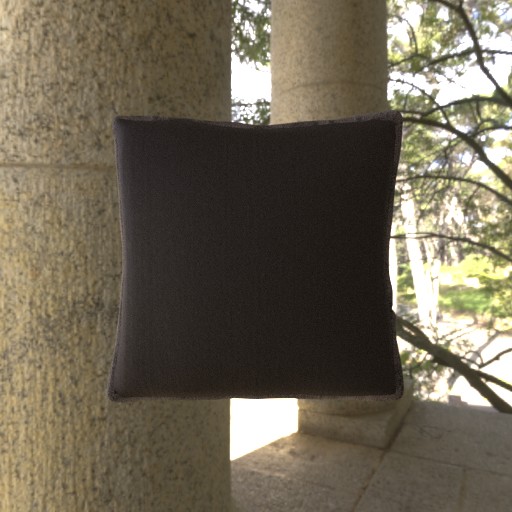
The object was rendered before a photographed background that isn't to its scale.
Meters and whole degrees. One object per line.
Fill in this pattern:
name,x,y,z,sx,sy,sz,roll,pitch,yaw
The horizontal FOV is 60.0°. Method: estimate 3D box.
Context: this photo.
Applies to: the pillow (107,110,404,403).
pillow,0.000,0.000,0.797,0.522,0.520,0.204,0,0,-1
